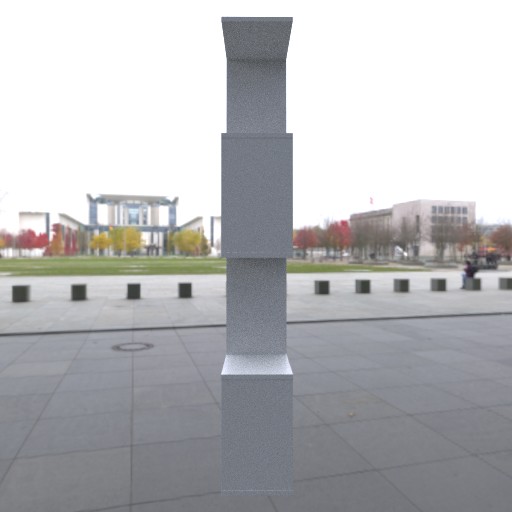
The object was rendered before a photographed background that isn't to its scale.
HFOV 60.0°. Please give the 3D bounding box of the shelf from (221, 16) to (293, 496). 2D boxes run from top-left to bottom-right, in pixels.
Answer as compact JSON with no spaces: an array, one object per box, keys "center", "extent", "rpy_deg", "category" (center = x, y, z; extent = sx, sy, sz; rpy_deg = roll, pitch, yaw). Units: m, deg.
[{"center":[0.000,0.000,1.970],"extent":[0.250,1.650,0.890],"rpy_deg":[0,0,0],"category":"shelf"}]
